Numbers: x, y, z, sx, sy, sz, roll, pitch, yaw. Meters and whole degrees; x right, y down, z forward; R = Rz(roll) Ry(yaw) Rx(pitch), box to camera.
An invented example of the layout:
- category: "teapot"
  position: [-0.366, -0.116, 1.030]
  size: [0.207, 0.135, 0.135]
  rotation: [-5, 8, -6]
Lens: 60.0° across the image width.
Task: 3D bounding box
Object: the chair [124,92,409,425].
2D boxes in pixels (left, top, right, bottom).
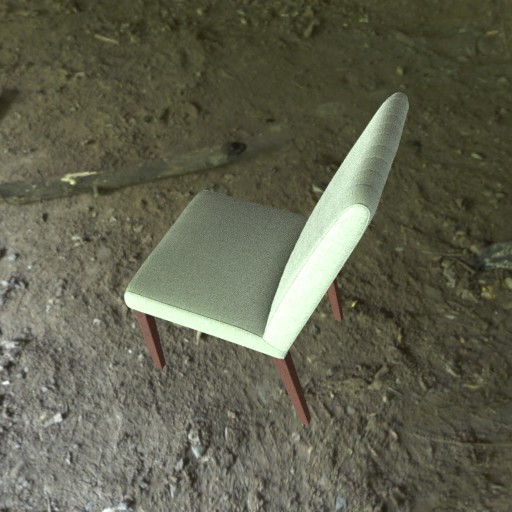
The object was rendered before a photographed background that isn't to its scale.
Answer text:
- category: "chair"
  position: [0.000, 0.000, 1.246]
  size: [0.594, 0.900, 0.480]
  rotation: [16, 49, 15]
